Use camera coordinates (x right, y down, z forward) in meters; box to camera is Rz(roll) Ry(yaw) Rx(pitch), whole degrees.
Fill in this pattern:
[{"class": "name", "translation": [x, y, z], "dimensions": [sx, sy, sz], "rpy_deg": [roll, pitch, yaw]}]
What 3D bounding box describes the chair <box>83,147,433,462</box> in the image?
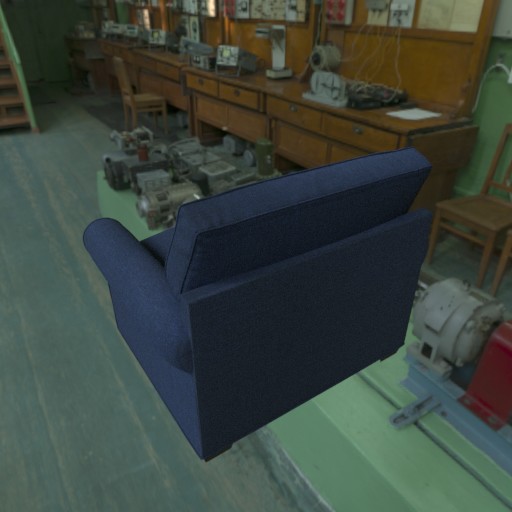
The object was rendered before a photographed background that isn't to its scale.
[{"class": "chair", "translation": [0.000, 0.000, 2.012], "dimensions": [1.285, 1.044, 0.963], "rpy_deg": [-19, 35, -29]}]
